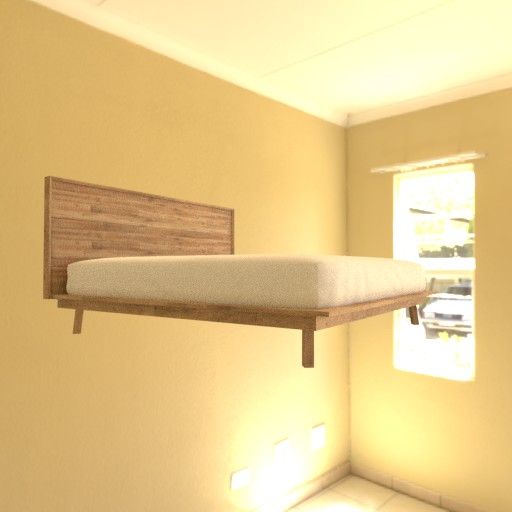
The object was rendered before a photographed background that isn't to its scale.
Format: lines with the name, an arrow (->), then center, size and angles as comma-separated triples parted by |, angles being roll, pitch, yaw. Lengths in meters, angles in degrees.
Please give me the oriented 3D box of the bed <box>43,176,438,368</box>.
bed -> 0.000, 0.000, 3.362 | 2.167, 1.100, 2.116 | -1, -2, 35
